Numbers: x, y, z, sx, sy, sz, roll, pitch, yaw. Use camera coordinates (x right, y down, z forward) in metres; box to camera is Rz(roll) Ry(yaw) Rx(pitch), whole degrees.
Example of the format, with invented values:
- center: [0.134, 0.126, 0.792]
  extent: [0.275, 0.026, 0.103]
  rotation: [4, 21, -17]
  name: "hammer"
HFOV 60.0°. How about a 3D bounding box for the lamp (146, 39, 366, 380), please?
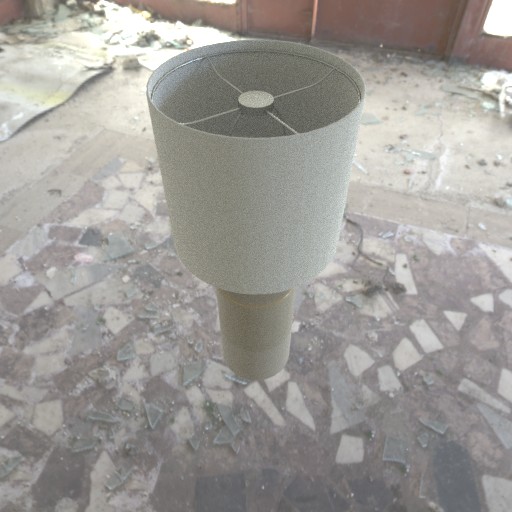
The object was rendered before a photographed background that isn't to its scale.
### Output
- center: [0.000, 0.000, 0.610]
  extent: [0.212, 0.493, 0.212]
  rotation: [-25, 51, -22]
  name: "lamp"
